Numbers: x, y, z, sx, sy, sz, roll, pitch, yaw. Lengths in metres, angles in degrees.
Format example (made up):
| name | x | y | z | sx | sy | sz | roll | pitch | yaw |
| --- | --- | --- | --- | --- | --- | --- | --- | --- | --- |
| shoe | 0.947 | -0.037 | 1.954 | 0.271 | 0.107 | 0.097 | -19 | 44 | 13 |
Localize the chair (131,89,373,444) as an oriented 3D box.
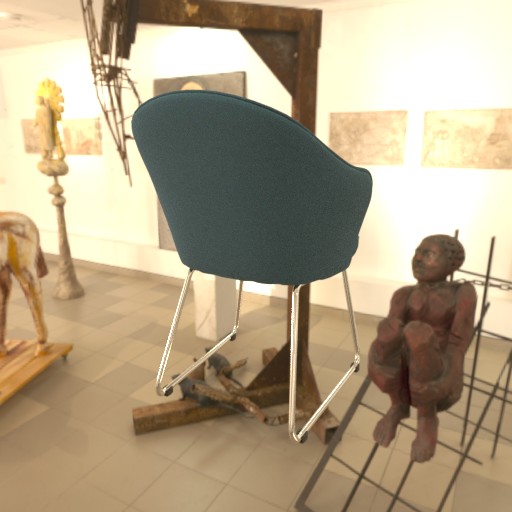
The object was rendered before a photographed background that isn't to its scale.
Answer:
| name | x | y | z | sx | sy | sz | roll | pitch | yaw |
| --- | --- | --- | --- | --- | --- | --- | --- | --- | --- |
| chair | 0.000 | 0.000 | 1.217 | 0.570 | 0.815 | 0.585 | 8 | 18 | 27 |
